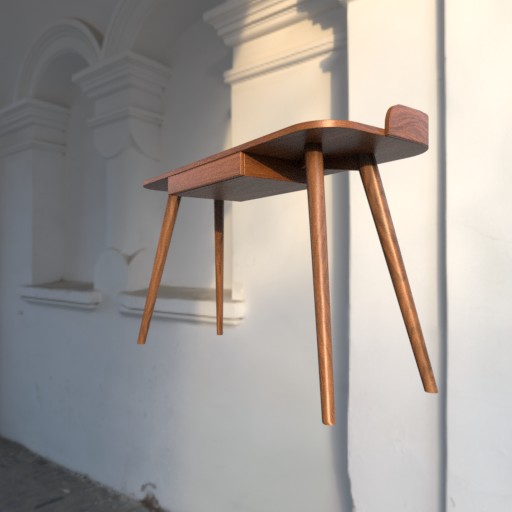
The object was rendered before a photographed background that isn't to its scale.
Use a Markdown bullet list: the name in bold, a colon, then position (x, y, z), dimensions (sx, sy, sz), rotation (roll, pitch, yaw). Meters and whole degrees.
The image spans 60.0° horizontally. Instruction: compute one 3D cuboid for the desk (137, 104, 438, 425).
- **desk**: position (0.000, 0.000, 1.674), dimensions (0.486, 0.800, 1.256), rotation (0, 0, -36)
